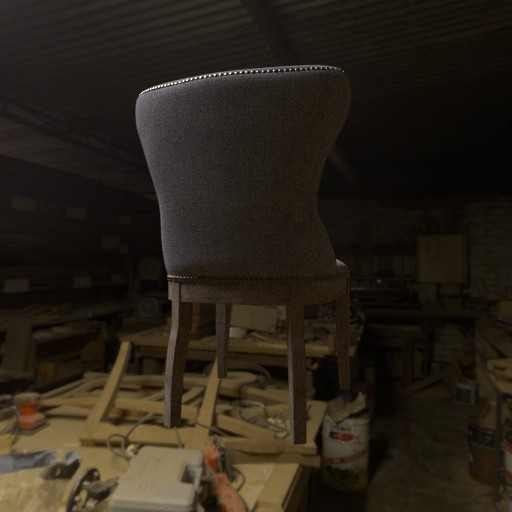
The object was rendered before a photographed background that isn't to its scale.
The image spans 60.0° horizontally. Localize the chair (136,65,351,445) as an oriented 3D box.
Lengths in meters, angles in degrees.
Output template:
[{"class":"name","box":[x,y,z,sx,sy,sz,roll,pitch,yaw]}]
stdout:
[{"class":"chair","box":[0.000,0.000,1.457,0.654,1.002,0.681,0,0,18]}]
